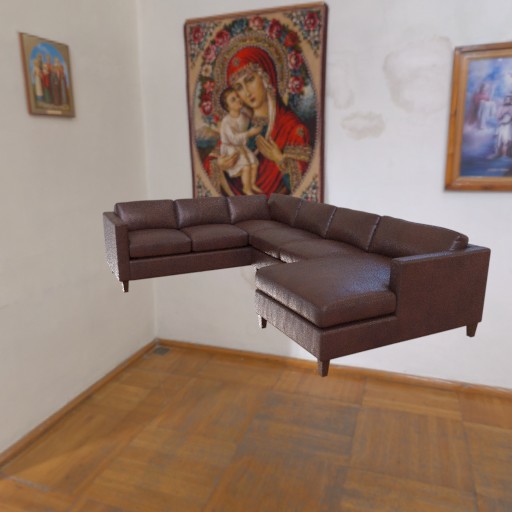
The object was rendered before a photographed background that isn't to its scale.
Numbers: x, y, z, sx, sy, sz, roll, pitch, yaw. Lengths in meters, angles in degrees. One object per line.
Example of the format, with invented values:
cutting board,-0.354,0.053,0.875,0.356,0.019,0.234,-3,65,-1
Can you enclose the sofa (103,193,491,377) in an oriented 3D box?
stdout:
sofa,0.000,0.000,4.420,2.452,0.891,3.324,-7,16,-25
